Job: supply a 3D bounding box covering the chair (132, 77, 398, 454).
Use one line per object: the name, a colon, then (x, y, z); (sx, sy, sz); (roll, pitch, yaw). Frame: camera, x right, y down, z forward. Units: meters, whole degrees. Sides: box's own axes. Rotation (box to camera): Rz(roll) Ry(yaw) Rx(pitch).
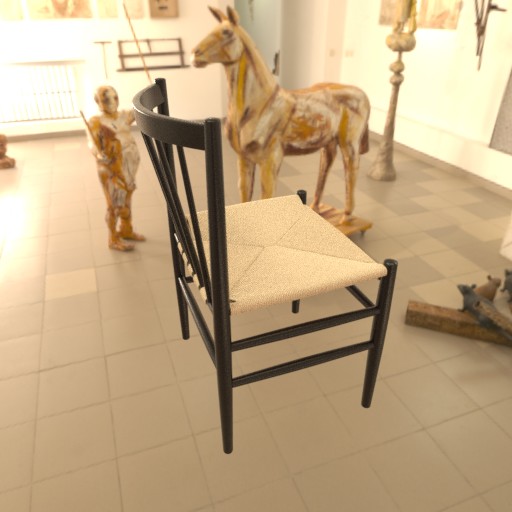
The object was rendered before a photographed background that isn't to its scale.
chair: (0.000, 0.000, 1.145); (0.516, 0.818, 0.495); (-11, 32, -18)
